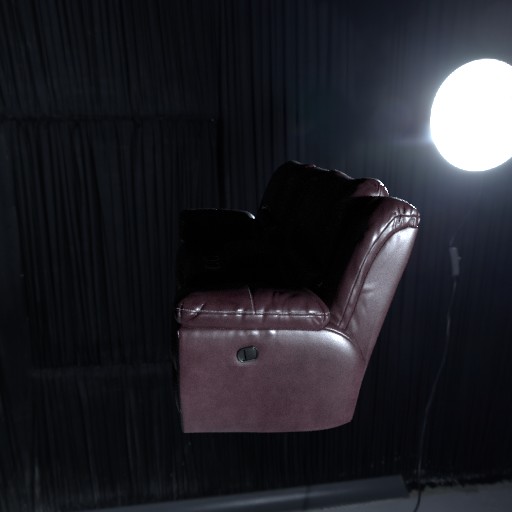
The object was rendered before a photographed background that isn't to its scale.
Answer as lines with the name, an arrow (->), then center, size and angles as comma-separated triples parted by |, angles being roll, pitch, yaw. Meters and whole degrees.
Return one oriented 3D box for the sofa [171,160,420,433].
sofa -> 0.000, 0.000, 2.629 | 0.991, 1.043, 2.058 | -2, 16, -8
